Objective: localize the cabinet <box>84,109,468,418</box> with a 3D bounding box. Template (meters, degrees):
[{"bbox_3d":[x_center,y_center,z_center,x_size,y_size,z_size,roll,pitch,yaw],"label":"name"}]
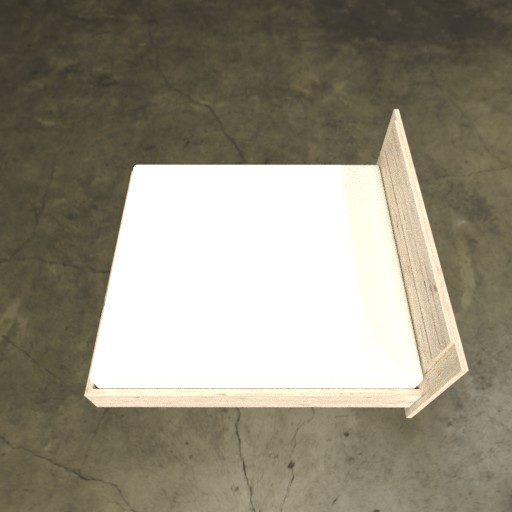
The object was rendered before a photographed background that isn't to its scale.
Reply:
[{"bbox_3d":[0.000,0.000,3.092,2.080,0.970,1.950,0,57,0],"label":"cabinet"}]
